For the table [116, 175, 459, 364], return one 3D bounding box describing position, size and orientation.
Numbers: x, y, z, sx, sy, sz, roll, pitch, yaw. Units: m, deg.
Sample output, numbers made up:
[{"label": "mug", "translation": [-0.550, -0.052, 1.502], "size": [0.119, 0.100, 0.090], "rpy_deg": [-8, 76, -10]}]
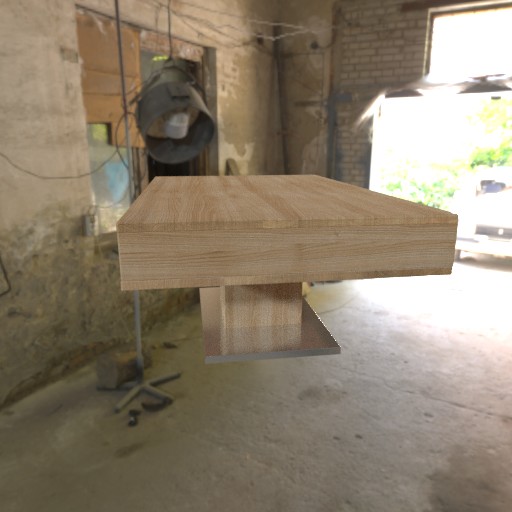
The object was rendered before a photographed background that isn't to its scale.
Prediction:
[{"label": "table", "translation": [0.000, 0.000, 1.464], "size": [0.700, 0.440, 1.100], "rpy_deg": [-2, 15, -8]}]
